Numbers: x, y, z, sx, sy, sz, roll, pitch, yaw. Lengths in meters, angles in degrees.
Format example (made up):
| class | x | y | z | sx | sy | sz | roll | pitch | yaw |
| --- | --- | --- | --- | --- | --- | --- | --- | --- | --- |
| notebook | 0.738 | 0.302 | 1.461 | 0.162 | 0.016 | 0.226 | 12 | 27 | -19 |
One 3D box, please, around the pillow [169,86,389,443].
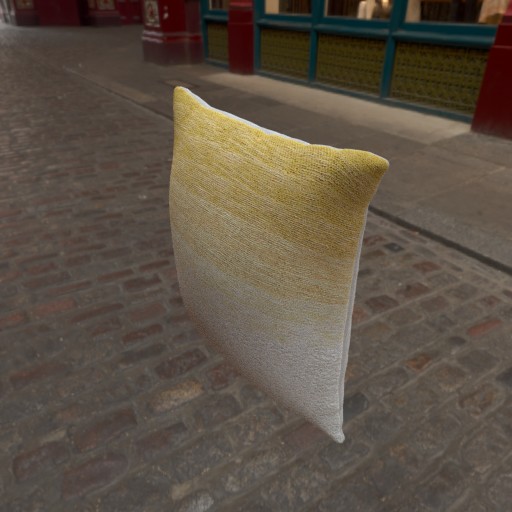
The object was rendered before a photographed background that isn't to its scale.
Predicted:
| class | x | y | z | sx | sy | sz | roll | pitch | yaw |
| --- | --- | --- | --- | --- | --- | --- | --- | --- | --- |
| pillow | 0.000 | 0.000 | 0.709 | 0.211 | 0.450 | 0.450 | -21 | 37 | -30 |
